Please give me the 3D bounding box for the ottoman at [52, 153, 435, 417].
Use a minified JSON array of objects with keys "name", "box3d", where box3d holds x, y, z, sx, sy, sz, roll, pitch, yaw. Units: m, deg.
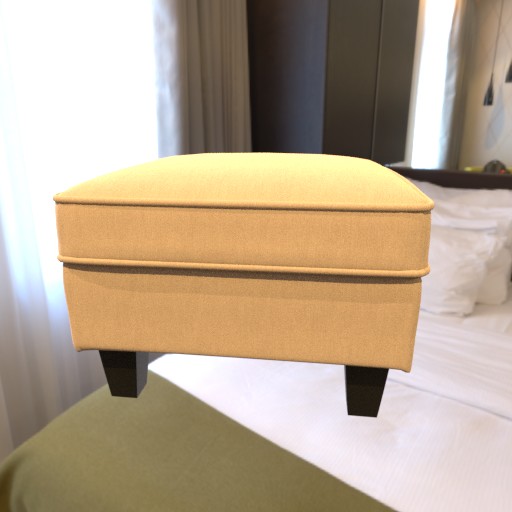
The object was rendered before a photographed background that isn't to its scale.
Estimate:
[{"name":"ottoman","box3d":[0.000,0.000,0.995,0.613,0.438,0.616,2,17,7]}]
